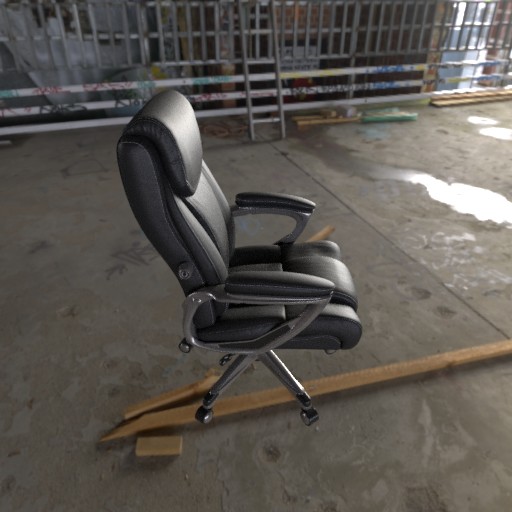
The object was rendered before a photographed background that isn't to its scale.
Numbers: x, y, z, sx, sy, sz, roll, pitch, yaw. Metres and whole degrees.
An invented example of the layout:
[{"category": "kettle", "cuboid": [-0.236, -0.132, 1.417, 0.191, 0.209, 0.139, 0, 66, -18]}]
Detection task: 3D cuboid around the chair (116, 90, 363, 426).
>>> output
[{"category": "chair", "cuboid": [0.000, 0.000, 1.705, 0.784, 1.167, 0.741, 0, 32, 1]}]
